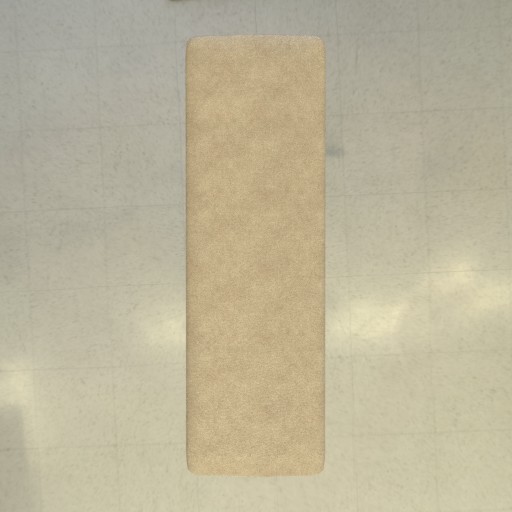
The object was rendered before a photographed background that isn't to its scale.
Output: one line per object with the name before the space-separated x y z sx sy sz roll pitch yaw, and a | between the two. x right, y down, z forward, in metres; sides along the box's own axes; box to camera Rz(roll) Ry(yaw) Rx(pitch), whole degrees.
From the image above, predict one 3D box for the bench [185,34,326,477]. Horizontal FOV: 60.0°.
bench | 0.000 0.000 1.675 0.470 0.447 1.482 0 91 0
